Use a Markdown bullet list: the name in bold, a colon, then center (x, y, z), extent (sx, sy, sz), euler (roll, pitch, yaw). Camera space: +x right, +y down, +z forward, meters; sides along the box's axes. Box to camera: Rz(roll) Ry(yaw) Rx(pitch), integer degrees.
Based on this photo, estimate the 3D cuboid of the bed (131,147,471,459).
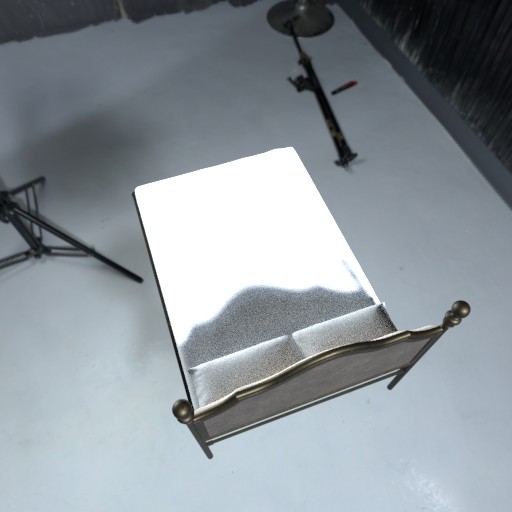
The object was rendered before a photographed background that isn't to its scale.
- **bed**: center (0.000, 0.000, 3.196), extent (1.533, 1.462, 2.170), euler (-17, 60, -10)
